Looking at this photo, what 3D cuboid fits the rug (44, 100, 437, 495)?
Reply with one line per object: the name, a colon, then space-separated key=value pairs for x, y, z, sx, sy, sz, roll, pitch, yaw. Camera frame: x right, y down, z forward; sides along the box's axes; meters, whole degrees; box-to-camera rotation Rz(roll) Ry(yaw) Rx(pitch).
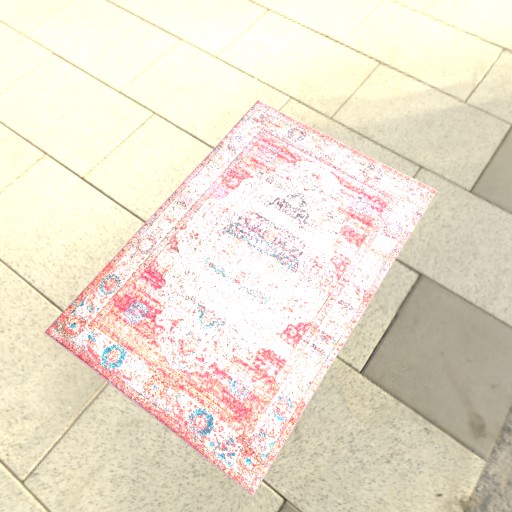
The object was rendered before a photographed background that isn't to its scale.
rug: x=0.000 y=0.000 z=2.306 sx=1.219 sy=0.006 sz=1.829 roll=32 pitch=68 yaw=14
